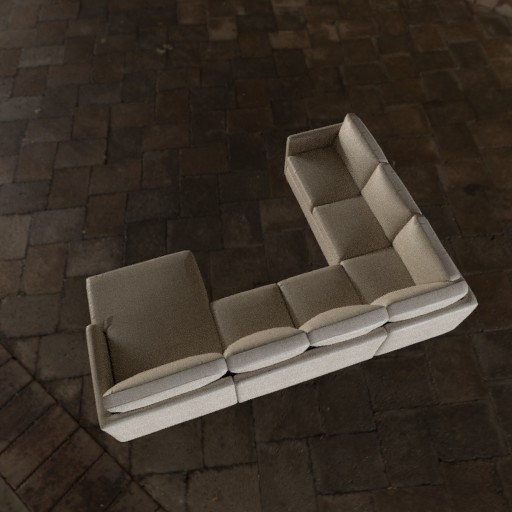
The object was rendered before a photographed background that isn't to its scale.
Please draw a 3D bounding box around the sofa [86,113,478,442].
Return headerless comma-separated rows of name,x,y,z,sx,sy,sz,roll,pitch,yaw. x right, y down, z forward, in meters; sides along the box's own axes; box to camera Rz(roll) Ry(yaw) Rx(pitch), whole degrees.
sofa,0.000,0.000,4.580,3.460,0.961,2.594,-16,60,-9
